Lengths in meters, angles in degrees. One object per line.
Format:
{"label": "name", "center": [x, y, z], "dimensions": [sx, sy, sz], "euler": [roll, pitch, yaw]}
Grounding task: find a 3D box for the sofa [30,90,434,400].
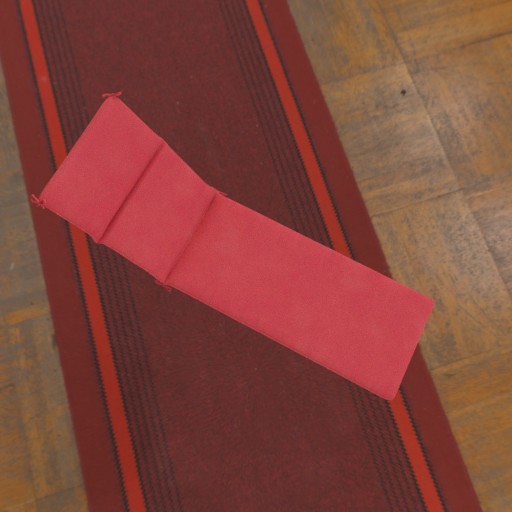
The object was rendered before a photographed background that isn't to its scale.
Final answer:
{"label": "sofa", "center": [0.000, 0.000, 1.903], "dimensions": [1.663, 0.622, 0.582], "euler": [27, 77, 7]}
